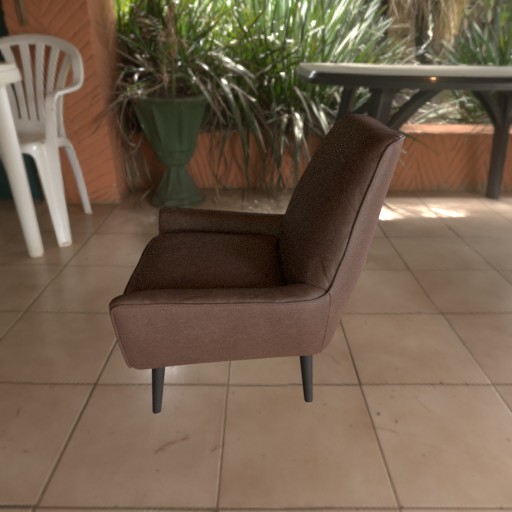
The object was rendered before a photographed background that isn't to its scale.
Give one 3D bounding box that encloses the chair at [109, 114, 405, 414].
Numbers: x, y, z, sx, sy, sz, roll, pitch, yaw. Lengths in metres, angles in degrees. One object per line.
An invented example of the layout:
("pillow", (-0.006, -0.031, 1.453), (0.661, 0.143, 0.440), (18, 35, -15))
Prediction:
("chair", (0.000, 0.000, 1.516), (0.824, 0.888, 0.787), (0, 25, -1))
